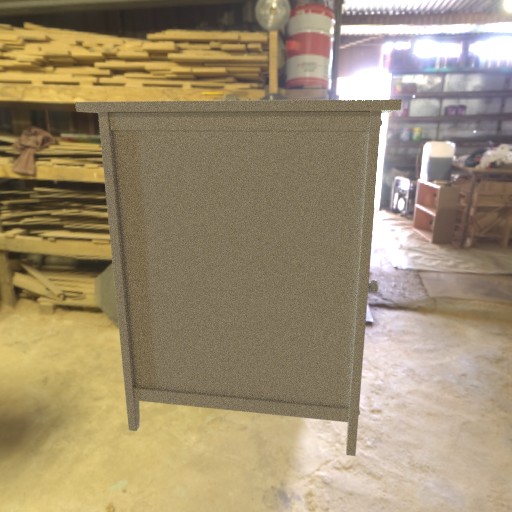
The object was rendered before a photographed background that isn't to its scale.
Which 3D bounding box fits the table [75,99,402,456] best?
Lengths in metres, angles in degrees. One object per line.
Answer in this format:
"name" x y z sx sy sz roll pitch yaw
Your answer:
"table" 0.000 0.000 0.755 0.381 0.483 0.381 3 17 9
